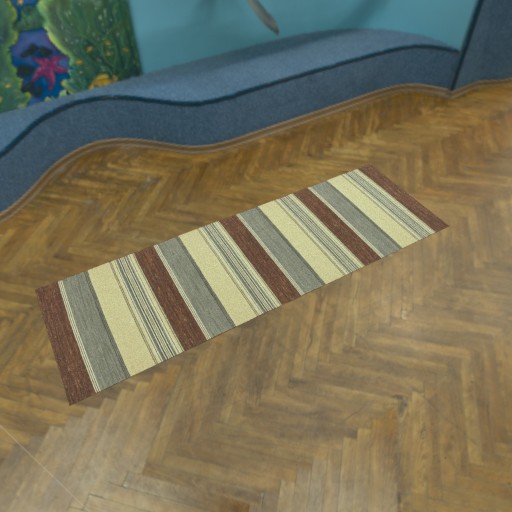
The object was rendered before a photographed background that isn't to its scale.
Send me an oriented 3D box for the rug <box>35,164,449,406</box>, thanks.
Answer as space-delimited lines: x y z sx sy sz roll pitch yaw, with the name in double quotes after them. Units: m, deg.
0.000 0.000 2.695 2.437 0.006 0.792 -23 51 -20 "rug"
